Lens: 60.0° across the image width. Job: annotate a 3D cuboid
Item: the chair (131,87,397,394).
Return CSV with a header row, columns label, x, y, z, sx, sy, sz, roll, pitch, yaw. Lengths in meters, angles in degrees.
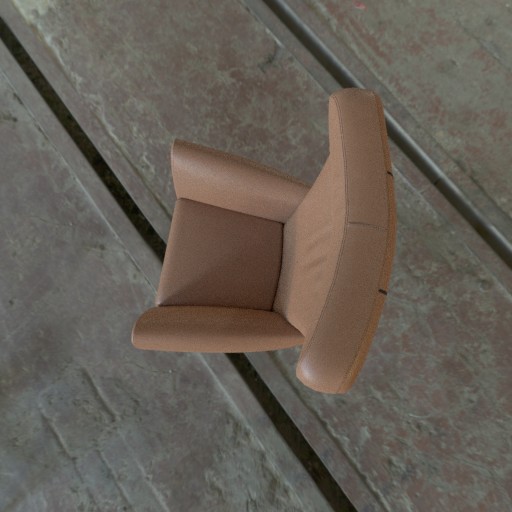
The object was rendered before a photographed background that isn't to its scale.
label,x,y,z,sx,sy,sz,roll,pitch,yaw
chair,0.000,0.000,1.809,0.900,1.050,0.980,8,75,2
